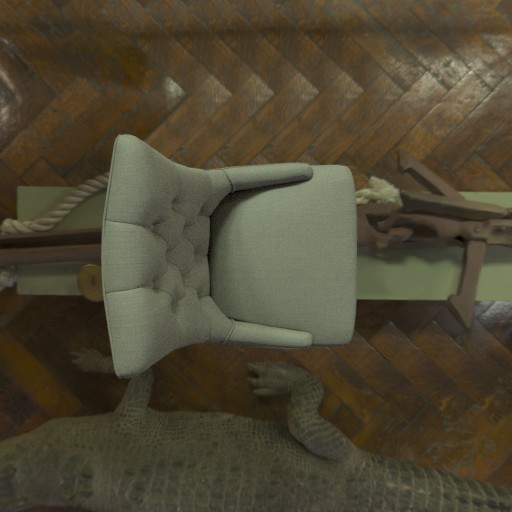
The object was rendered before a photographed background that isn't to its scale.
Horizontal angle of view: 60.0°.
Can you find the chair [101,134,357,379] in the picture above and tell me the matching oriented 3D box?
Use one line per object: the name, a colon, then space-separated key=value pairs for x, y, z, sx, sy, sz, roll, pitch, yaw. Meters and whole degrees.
chair: x=0.000 y=0.000 z=1.221 sx=0.565 sy=0.874 sz=0.509 roll=0 pitch=90 yaw=-1
